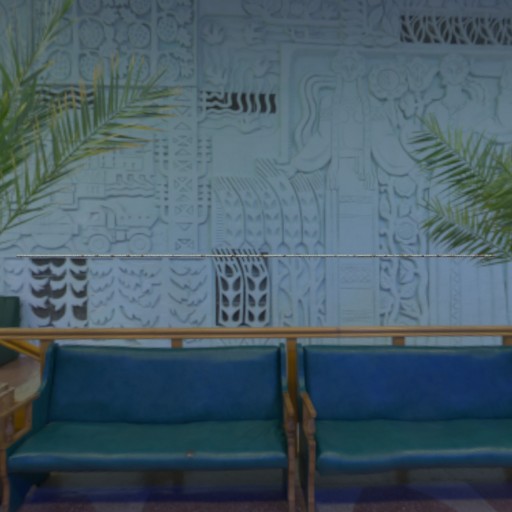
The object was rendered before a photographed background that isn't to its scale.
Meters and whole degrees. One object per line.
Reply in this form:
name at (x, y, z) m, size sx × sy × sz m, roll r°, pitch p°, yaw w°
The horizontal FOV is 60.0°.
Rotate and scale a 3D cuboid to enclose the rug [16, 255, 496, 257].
rug at (0.000, 0.000, 3.003) m, size 2.435 × 0.011 × 1.517 m, roll 0°, pitch 0°, yaw 0°
